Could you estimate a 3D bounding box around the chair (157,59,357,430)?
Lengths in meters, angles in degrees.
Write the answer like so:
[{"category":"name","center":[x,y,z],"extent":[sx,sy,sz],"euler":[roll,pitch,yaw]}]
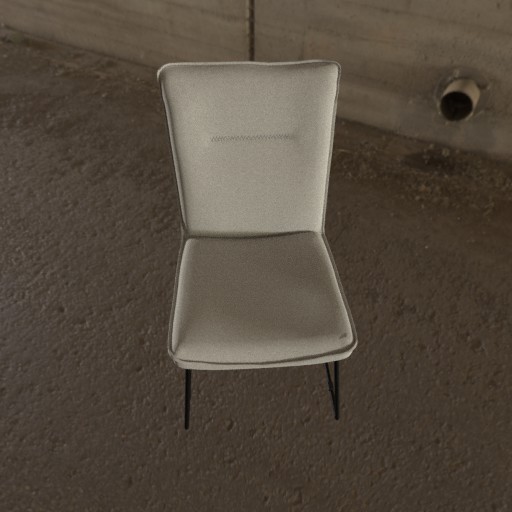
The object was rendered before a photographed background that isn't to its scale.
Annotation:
[{"category":"chair","center":[0.000,0.000,1.357],"extent":[0.515,0.930,0.688],"euler":[-3,47,-3]}]
